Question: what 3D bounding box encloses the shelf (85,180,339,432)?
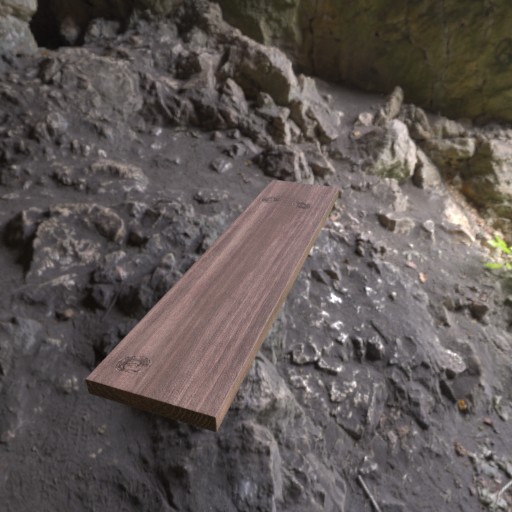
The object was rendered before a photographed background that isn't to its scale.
[{"bbox_3d":[0.000,0.000,0.669,0.140,0.020,0.610,10,31,17],"label":"shelf"}]
